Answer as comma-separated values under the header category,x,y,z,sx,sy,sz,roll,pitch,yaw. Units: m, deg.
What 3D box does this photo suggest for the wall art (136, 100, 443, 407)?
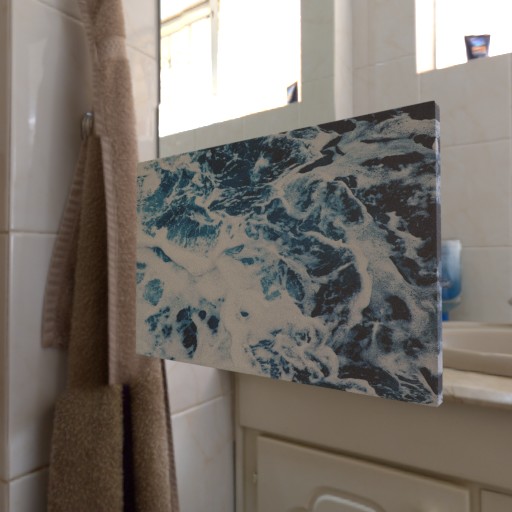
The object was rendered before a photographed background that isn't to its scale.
category,x,y,z,sx,sy,sz,roll,pitch,yaw
wall art,0.000,0.000,1.163,0.915,0.610,0.042,-1,-2,36
